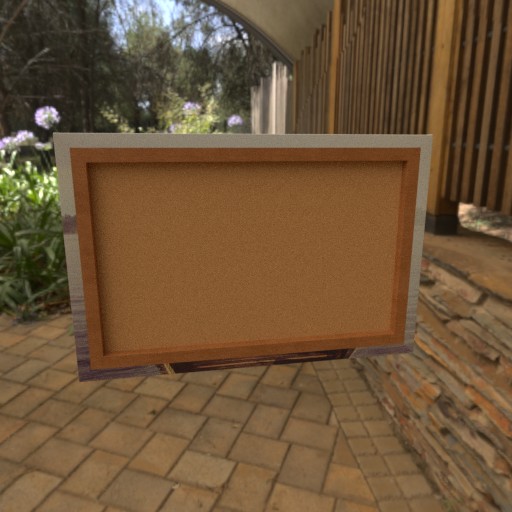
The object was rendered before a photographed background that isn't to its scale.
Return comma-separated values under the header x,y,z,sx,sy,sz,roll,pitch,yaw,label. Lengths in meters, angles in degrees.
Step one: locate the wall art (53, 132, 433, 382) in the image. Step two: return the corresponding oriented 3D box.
x,y,z,sx,sy,sz,roll,pitch,yaw,label
0.000,0.000,1.145,0.916,0.609,0.037,-2,14,-10,wall art
